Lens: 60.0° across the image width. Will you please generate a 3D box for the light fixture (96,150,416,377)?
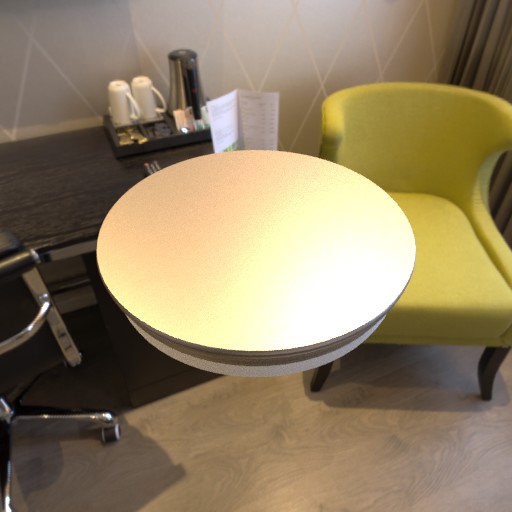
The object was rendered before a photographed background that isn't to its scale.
[{"bbox_3d":[0.000,0.000,0.559,0.368,0.100,0.368,0,41,0],"label":"light fixture"}]
